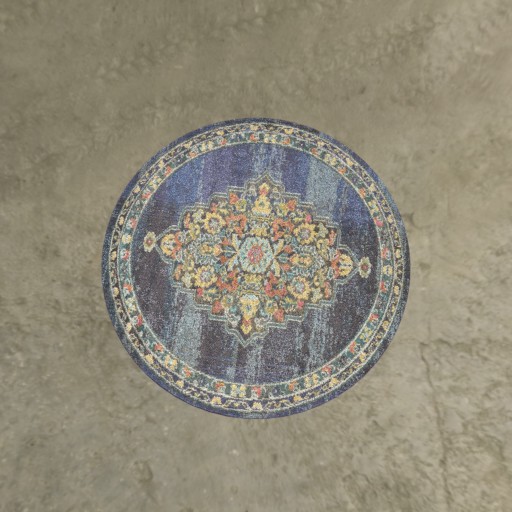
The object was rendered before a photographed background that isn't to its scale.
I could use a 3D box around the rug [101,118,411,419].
[{"bbox_3d":[0.000,0.000,3.431,2.386,0.014,2.386,0,76,0],"label":"rug"}]
